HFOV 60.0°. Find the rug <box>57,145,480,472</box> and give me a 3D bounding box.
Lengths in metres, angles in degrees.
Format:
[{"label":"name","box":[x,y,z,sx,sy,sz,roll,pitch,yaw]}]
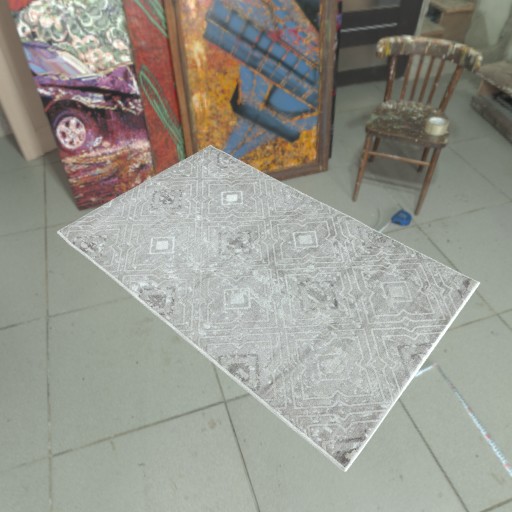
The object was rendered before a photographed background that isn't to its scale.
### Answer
[{"label":"rug","box":[0.000,0.000,2.981,2.447,0.036,1.537,32,54,28]}]
